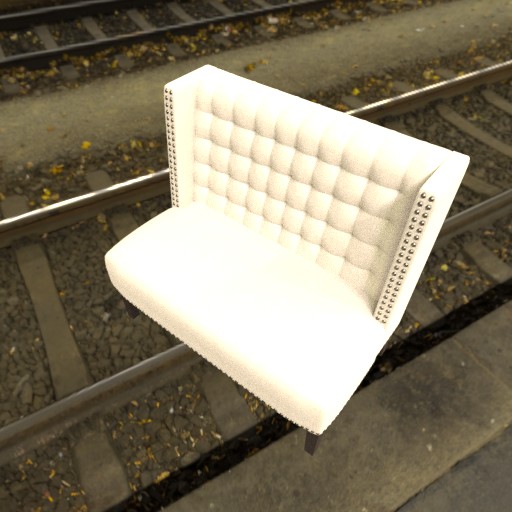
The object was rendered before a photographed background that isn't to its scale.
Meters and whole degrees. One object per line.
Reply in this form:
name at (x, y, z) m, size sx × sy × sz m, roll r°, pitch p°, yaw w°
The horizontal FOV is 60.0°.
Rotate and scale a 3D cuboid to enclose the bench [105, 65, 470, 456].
bench at (0.000, 0.000, 1.987) m, size 1.280 × 1.123 × 0.847 m, roll 30°, pitch 53°, yaw 26°
